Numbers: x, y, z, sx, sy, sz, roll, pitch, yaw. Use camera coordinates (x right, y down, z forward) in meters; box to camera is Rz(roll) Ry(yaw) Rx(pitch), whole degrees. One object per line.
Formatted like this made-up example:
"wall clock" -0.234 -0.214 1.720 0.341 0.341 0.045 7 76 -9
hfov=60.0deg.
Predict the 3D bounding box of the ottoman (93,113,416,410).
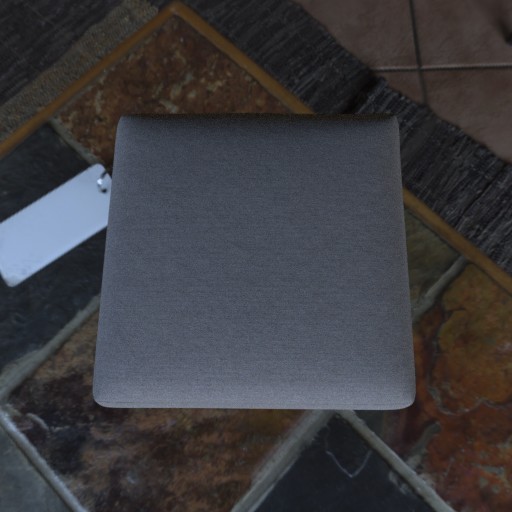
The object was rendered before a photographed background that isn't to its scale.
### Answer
"ottoman" 0.000 0.000 1.607 1.041 0.470 1.041 1 77 0
